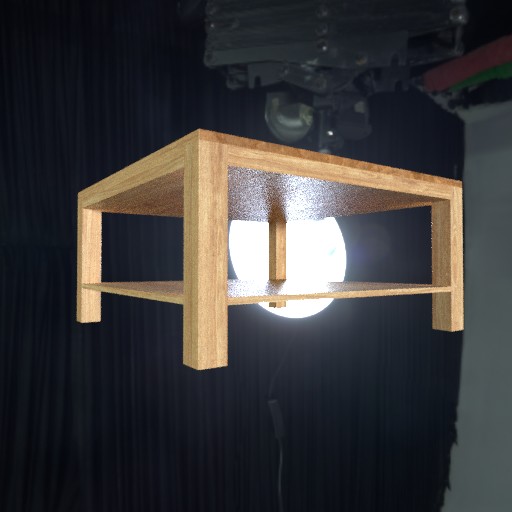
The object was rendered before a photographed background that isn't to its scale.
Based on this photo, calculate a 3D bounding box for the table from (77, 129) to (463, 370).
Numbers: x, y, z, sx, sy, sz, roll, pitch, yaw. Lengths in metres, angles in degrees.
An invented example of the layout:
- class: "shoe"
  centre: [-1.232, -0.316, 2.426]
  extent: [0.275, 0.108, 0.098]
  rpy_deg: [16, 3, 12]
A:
- class: "table"
  centre: [0.000, 0.000, 1.451]
  extent: [0.900, 0.450, 0.900]
  rpy_deg: [1, -2, -35]
